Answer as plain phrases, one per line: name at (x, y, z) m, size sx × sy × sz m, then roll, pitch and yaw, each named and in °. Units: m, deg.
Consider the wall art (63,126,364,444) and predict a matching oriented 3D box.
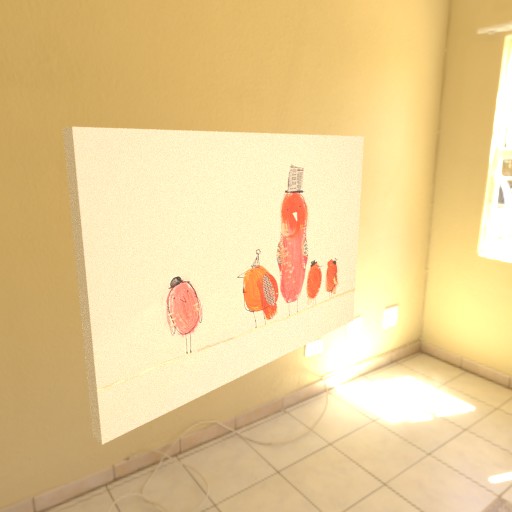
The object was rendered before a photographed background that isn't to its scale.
wall art at (0.000, 0.000, 1.140) m, size 0.038 × 0.609 × 0.914 m, roll 13°, pitch 19°, yaw 43°
